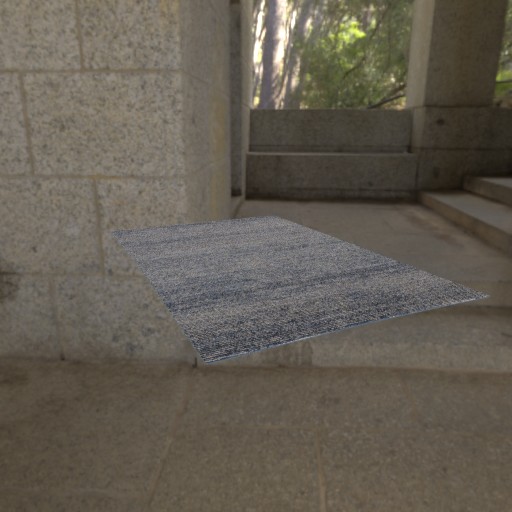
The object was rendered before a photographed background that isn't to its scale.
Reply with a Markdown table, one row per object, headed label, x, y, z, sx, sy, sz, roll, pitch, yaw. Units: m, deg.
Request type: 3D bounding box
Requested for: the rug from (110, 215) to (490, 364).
| label | x | y | z | sx | sy | sz | roll | pitch | yaw |
| --- | --- | --- | --- | --- | --- | --- | --- | --- | --- |
| rug | 0.000 | 0.000 | 2.176 | 1.135 | 0.010 | 1.740 | -8 | 18 | -24 |
